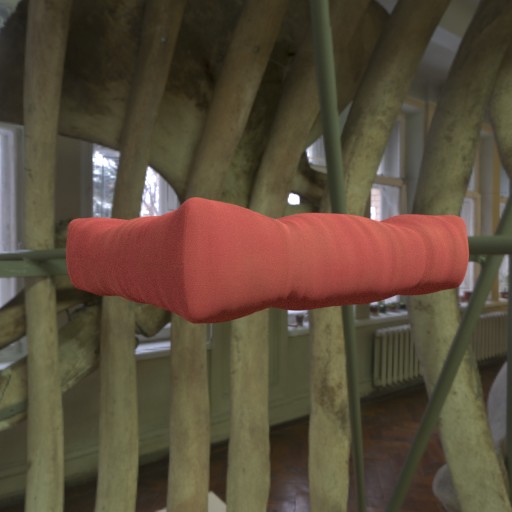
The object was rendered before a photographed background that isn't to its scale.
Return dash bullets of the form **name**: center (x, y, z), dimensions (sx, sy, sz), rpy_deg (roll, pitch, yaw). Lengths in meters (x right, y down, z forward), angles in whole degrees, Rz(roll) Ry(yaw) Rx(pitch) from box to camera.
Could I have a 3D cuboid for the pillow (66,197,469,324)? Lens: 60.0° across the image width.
- **pillow**: center (0.000, 0.000, 0.710), dimensions (0.490, 0.128, 0.468), rpy_deg (-1, 1, -36)
